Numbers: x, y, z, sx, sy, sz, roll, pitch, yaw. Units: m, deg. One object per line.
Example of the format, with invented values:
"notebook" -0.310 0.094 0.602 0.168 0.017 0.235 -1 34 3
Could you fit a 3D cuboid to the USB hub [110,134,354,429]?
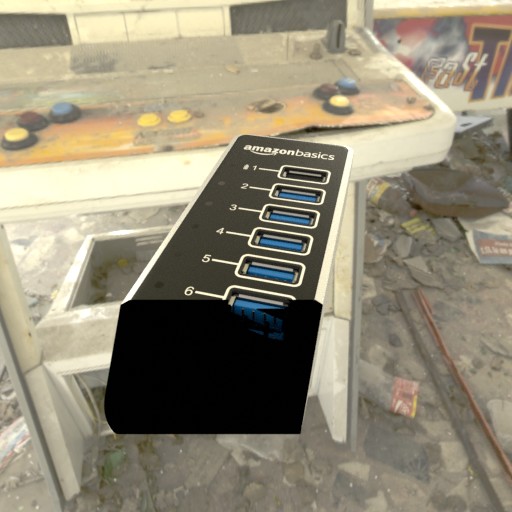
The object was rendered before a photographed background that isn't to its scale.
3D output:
"USB hub" 0.000 0.000 0.129 0.044 0.023 0.110 10 42 11
